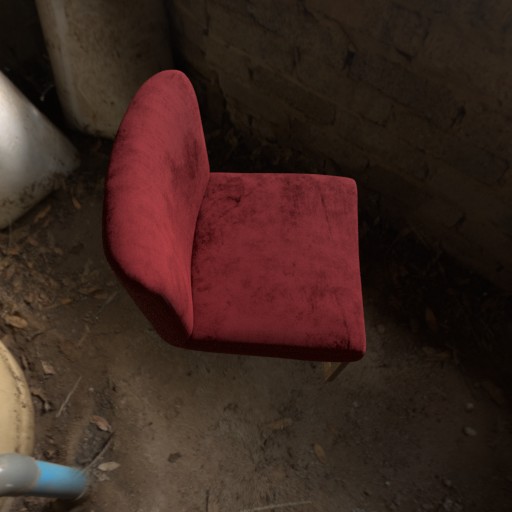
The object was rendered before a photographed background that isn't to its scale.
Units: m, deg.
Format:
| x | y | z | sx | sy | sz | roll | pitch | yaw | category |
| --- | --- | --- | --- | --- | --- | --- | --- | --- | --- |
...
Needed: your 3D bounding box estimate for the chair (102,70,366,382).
| x | y | z | sx | sy | sz | roll | pitch | yaw | category |
| --- | --- | --- | --- | --- | --- | --- | --- | --- | --- |
| 0.000 | 0.000 | 1.176 | 0.560 | 0.824 | 0.530 | 2 | 65 | 1 | chair |
